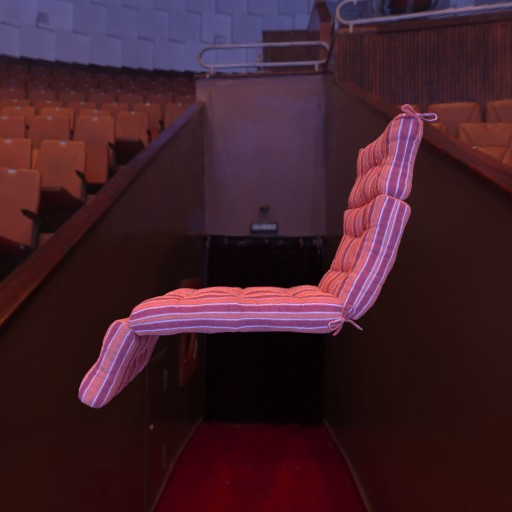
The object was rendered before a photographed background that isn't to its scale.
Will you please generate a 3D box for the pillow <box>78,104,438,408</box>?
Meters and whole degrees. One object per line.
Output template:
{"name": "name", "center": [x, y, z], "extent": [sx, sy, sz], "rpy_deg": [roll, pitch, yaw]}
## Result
{"name": "pillow", "center": [0.000, 0.000, 1.479], "extent": [1.016, 0.863, 0.526], "rpy_deg": [0, 0, 0]}
